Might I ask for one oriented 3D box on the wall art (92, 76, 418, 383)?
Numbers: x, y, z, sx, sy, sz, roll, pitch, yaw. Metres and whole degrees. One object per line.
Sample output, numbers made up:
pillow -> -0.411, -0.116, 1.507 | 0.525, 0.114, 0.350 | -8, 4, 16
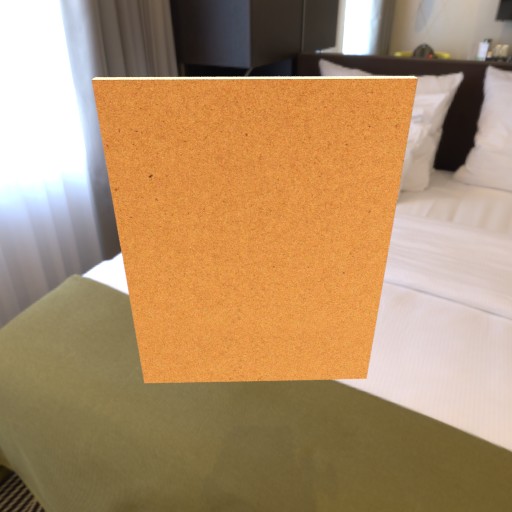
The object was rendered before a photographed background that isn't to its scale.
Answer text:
wall art -> 0.000, 0.000, 0.814 | 0.481, 0.613, 0.020 | -1, 30, -1
